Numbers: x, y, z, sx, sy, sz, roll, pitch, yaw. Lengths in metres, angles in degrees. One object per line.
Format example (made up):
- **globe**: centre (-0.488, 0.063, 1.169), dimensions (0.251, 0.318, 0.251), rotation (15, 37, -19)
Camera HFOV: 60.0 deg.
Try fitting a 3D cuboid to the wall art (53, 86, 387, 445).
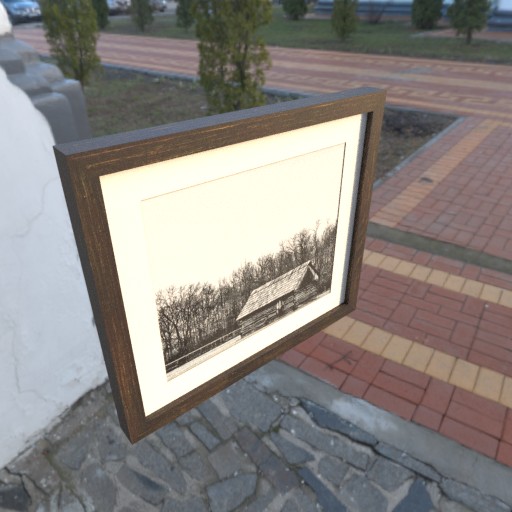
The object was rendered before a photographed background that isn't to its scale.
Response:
- **wall art**: centre (0.000, 0.000, 0.520), dimensions (0.381, 0.330, 0.031), rotation (-23, 38, -33)
